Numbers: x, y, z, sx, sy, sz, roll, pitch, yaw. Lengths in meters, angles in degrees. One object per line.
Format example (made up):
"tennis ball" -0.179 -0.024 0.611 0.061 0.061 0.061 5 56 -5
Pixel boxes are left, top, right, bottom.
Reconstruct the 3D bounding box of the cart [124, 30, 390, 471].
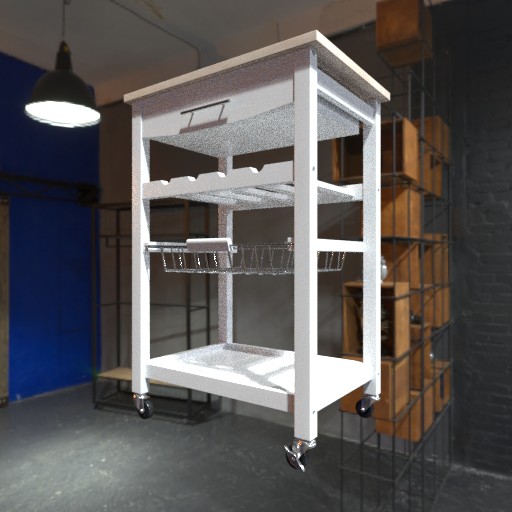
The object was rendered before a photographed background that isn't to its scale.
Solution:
"cart" 0.000 0.000 1.172 0.578 0.857 0.406 0 0 36
